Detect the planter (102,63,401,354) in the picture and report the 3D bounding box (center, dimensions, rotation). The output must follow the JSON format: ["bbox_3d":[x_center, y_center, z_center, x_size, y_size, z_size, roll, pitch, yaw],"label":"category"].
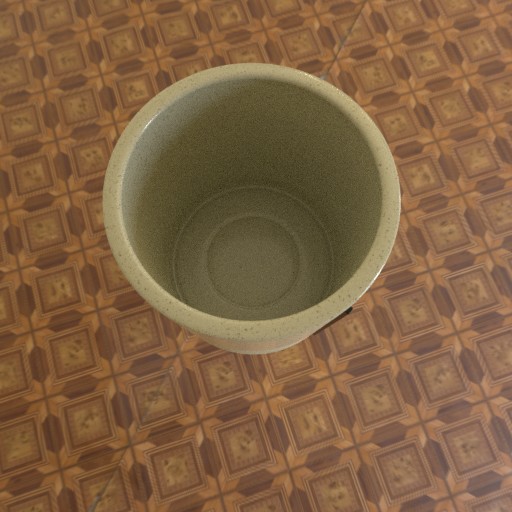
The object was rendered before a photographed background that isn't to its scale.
[{"bbox_3d":[0.000,0.000,0.534,0.243,0.390,0.234,39,79,9],"label":"planter"}]
